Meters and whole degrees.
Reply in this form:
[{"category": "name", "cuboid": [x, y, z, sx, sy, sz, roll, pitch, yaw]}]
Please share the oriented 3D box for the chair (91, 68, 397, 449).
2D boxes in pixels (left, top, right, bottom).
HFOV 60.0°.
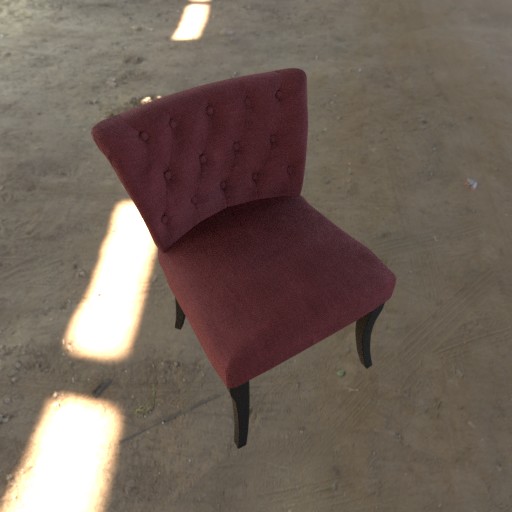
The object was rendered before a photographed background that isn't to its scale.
[{"category": "chair", "cuboid": [0.000, 0.000, 1.216, 0.582, 0.750, 0.605, -24, 51, -21]}]
